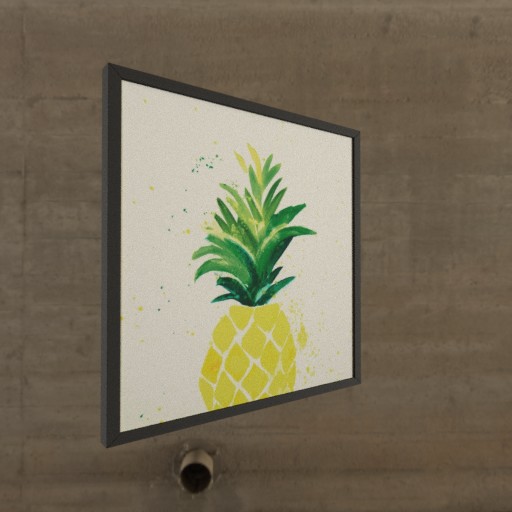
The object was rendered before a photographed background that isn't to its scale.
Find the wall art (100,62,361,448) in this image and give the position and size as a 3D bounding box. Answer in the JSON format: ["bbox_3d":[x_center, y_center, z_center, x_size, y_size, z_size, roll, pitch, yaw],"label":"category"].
[{"bbox_3d":[0.000,0.000,1.117,0.762,0.760,0.037,1,-1,-37],"label":"wall art"}]
